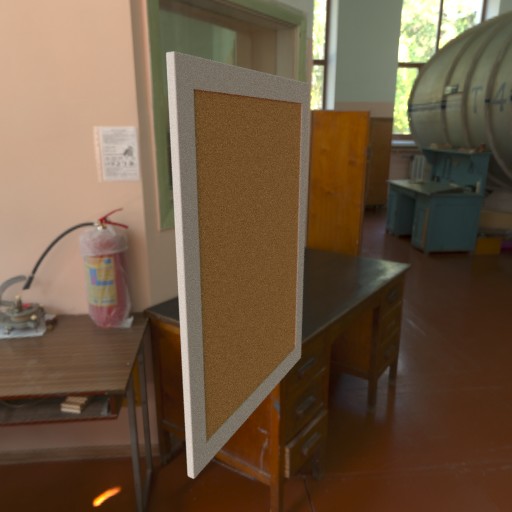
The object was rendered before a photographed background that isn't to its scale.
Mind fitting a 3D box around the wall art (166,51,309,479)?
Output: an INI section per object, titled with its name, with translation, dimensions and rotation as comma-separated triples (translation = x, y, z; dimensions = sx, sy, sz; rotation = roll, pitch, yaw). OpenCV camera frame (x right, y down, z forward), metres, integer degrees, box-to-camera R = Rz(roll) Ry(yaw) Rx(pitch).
[wall art]
translation = 0.000, 0.000, 0.685
dimensions = 0.012, 0.529, 0.374
rotation = 8, 18, 27
